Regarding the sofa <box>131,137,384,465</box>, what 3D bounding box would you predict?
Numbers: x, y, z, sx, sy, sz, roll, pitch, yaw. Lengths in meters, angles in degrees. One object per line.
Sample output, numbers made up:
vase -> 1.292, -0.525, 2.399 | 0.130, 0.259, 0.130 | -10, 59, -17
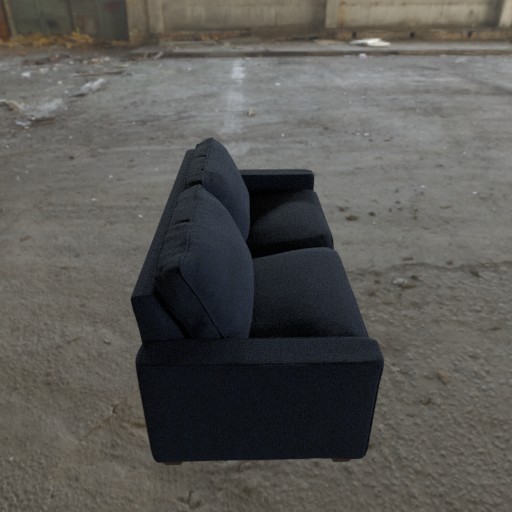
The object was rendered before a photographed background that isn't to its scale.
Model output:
sofa -> 0.000, 0.000, 2.529 | 0.940, 0.919, 2.080 | -1, 30, -1
